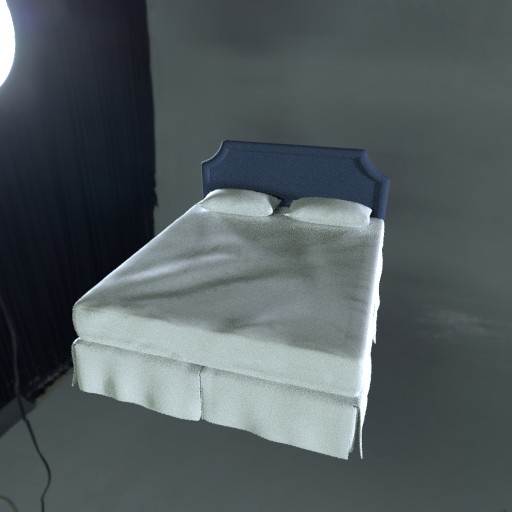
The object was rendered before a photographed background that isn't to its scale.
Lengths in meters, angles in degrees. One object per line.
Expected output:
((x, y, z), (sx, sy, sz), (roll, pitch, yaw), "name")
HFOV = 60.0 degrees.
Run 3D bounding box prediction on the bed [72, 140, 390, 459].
((0.000, 0.000, 4.137), (2.350, 1.488, 2.773), (8, 28, 15), "bed")
